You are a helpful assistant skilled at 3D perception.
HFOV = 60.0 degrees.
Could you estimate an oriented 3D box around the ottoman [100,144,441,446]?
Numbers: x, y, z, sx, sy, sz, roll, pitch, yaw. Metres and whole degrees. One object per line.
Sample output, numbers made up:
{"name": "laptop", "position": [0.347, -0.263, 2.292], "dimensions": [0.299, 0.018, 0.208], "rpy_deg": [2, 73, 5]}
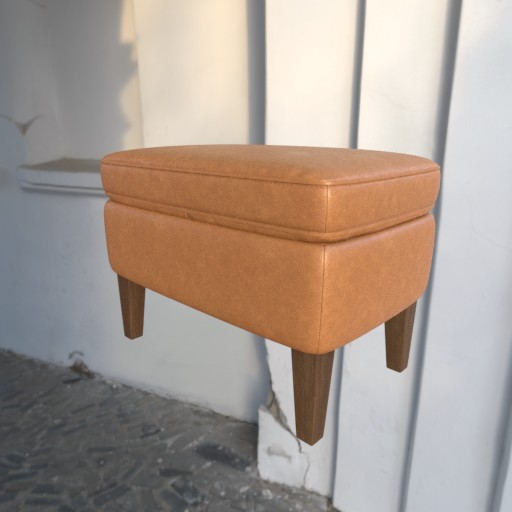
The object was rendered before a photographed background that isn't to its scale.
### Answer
{"name": "ottoman", "position": [0.000, 0.000, 0.995], "dimensions": [0.670, 0.480, 0.420], "rpy_deg": [15, 22, 42]}
